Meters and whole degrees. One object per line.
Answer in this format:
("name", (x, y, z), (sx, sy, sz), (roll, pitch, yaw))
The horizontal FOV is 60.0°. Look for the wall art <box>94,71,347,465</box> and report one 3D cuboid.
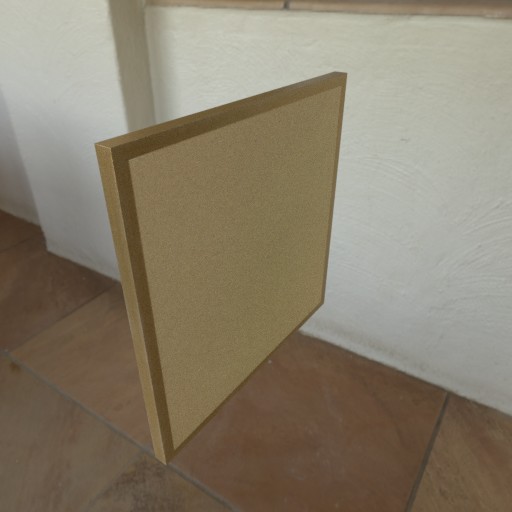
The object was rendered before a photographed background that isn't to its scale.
("wall art", (0.000, 0.000, 1.108), (0.037, 0.760, 0.762), (21, 38, 30))
